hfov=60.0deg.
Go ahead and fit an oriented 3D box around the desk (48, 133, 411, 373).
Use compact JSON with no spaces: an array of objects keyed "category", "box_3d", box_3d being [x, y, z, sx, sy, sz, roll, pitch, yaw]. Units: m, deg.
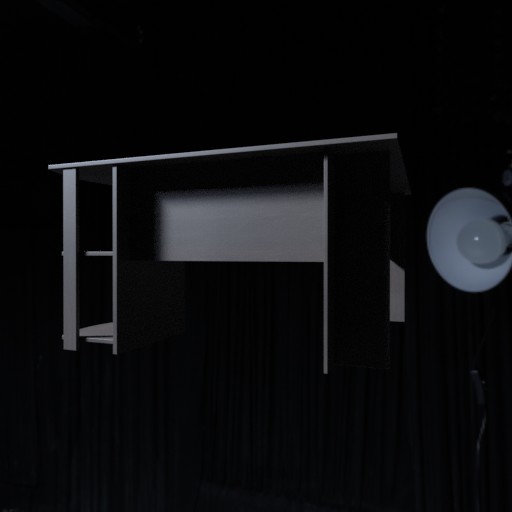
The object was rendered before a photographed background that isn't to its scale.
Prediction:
[{"category":"desk","box_3d":[0.000,0.000,2.118,1.361,0.716,1.303,0,0,21]}]
